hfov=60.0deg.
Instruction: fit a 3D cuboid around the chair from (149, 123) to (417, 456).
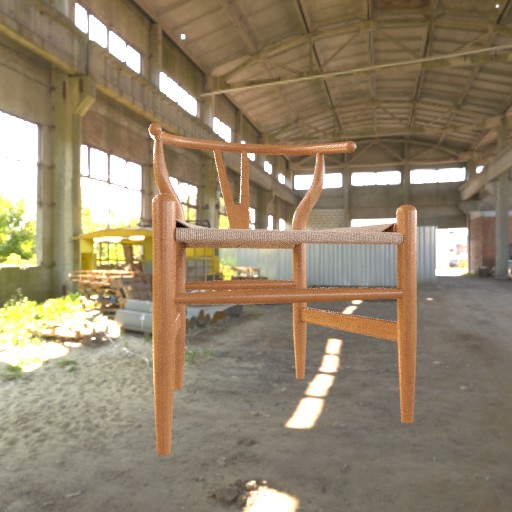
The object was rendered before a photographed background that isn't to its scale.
[{"bbox_3d":[0.000,0.000,1.152,0.569,0.730,0.579,0,-1,-18],"label":"chair"}]
